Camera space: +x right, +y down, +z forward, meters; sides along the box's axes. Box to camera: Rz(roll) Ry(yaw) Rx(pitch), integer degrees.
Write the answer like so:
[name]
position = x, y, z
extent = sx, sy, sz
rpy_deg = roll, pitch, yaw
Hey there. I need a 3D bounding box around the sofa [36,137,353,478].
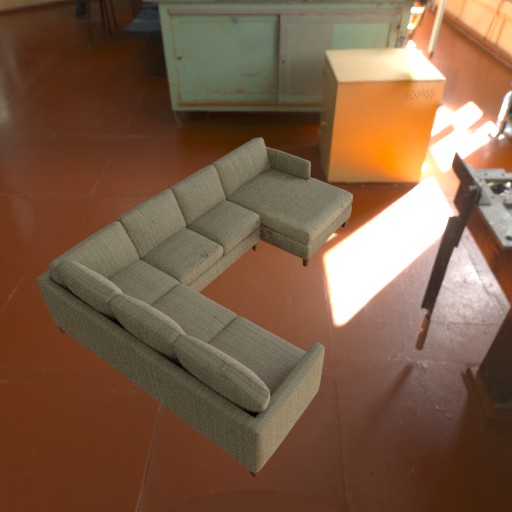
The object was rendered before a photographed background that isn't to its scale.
[sofa]
position = 0.000, 0.000, 4.723
extent = 2.594, 0.961, 3.460
rpy_deg = 25, 47, 27
